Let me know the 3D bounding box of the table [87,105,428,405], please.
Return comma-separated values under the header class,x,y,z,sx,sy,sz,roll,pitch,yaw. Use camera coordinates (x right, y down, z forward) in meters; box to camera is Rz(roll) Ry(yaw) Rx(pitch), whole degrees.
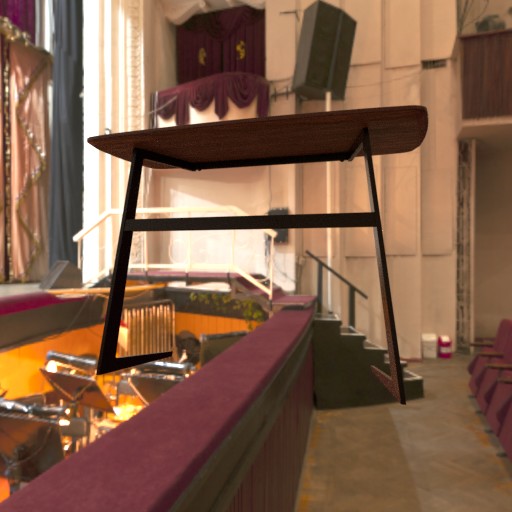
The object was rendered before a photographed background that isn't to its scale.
class,x,y,z,sx,sy,sz,roll,pitch,yaw
table,0.000,0.000,1.112,0.804,0.576,0.361,0,0,18
